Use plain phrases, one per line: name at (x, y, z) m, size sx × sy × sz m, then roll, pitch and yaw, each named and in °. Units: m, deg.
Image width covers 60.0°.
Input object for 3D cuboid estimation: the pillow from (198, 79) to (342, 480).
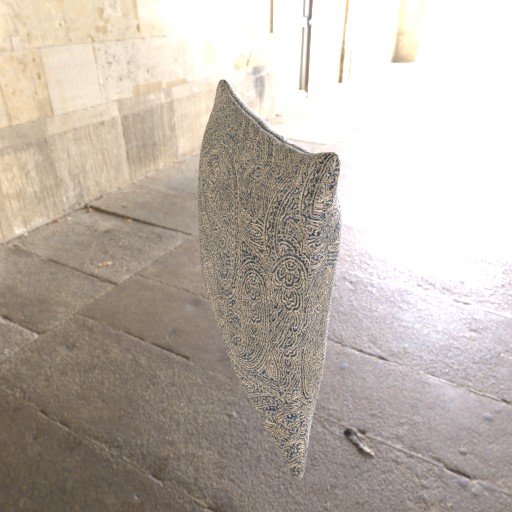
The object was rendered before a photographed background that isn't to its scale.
pillow at (0.000, 0.000, 0.770) m, size 0.166 × 0.510 × 0.523 m, roll -8°, pitch 31°, yaw -14°
